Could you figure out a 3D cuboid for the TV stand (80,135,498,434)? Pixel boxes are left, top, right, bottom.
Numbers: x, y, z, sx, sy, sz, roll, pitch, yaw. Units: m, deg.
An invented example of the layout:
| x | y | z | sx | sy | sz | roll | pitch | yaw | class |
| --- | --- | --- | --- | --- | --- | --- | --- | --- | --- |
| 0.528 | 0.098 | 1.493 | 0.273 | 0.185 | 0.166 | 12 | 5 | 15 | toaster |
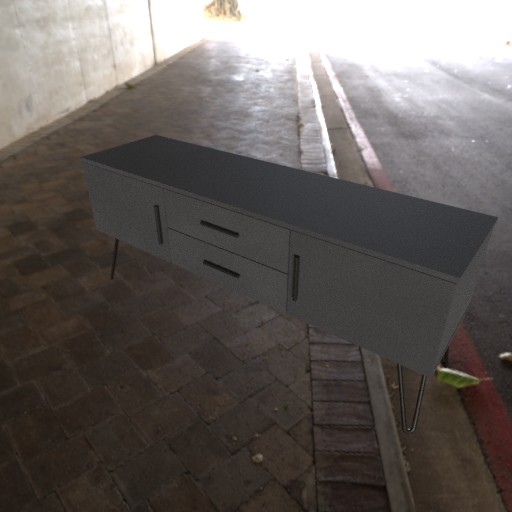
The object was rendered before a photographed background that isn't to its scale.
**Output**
| x | y | z | sx | sy | sz | roll | pitch | yaw | class |
| --- | --- | --- | --- | --- | --- | --- | --- | --- | --- |
| 0.000 | 0.000 | 1.610 | 1.400 | 0.560 | 0.400 | 21 | 37 | 31 | TV stand |
